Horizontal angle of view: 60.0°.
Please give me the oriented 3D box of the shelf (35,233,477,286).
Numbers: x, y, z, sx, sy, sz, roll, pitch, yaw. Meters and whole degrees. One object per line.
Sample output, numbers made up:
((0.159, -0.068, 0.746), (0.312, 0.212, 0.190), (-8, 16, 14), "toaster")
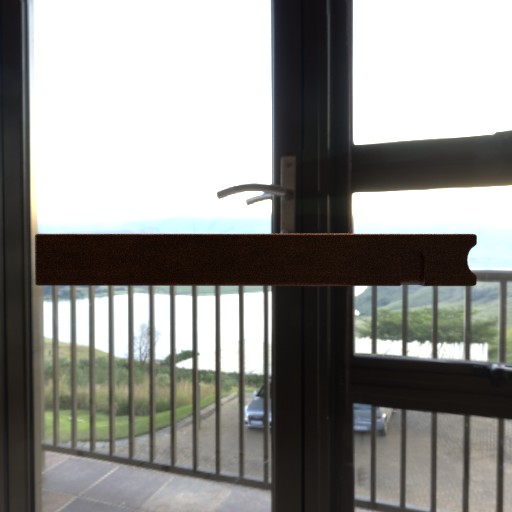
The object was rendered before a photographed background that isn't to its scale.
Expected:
((0.000, 0.000, 0.443), (0.296, 0.035, 0.296), (0, 1, 1), "shelf")
